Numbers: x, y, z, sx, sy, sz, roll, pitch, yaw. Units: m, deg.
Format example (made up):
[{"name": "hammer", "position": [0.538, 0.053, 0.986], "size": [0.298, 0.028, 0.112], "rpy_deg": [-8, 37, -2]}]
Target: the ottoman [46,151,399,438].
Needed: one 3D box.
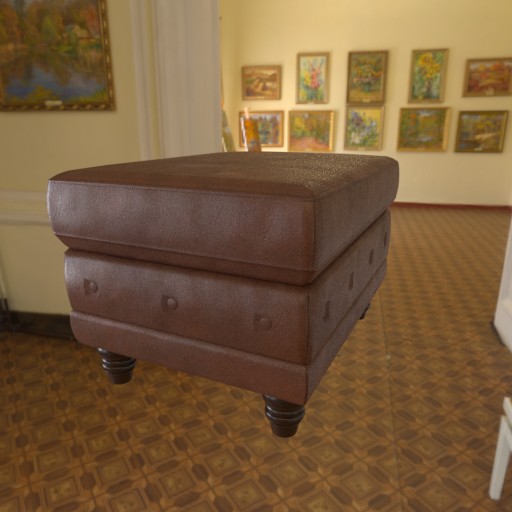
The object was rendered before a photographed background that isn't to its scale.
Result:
[{"name": "ottoman", "position": [0.000, 0.000, 1.172], "size": [0.588, 0.509, 0.795], "rpy_deg": [8, 18, 25]}]
